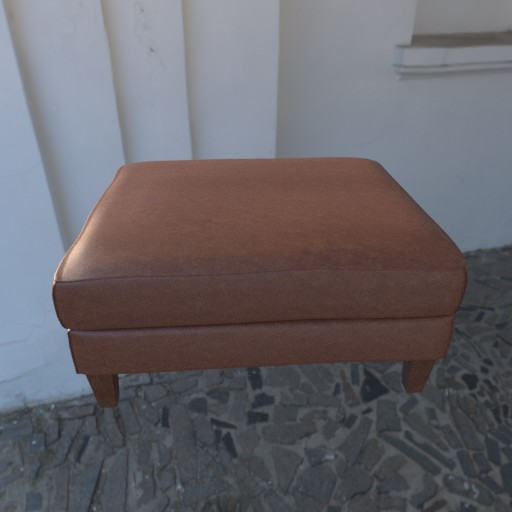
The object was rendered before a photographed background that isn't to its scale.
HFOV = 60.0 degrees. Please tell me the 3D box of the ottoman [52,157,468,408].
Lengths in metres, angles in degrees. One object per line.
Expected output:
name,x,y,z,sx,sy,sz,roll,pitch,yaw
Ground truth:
ottoman,0.000,0.000,1.442,0.987,0.472,0.836,-2,30,-3
